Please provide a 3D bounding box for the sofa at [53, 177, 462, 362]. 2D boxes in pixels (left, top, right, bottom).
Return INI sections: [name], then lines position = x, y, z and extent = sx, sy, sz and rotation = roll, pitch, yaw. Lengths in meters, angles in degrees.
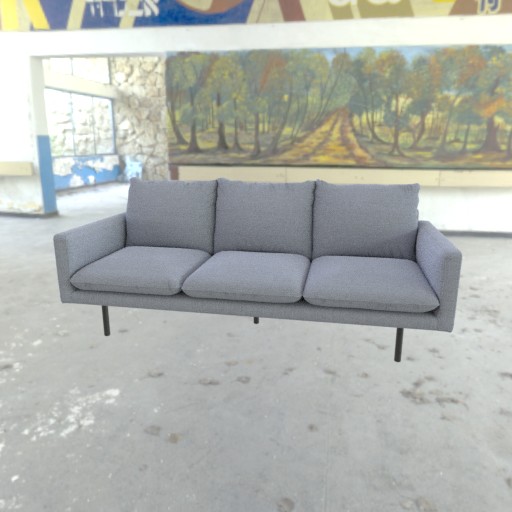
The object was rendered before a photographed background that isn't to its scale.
[sofa]
position = 0.000, 0.000, 2.523
extent = 2.000, 0.830, 0.850
rotation = 3, 15, 11
